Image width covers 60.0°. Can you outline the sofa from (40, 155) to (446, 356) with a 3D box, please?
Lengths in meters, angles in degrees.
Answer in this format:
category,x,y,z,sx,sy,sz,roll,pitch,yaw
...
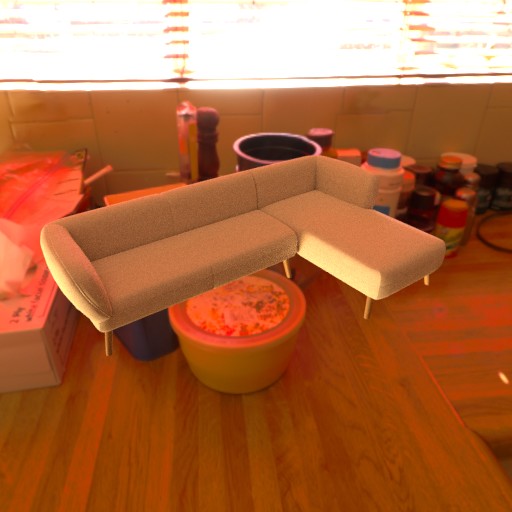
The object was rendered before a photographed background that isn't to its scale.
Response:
category,x,y,z,sx,sy,sz,roll,pitch,yaw
sofa,0.000,0.000,3.280,2.660,0.730,1.610,-21,36,-31
